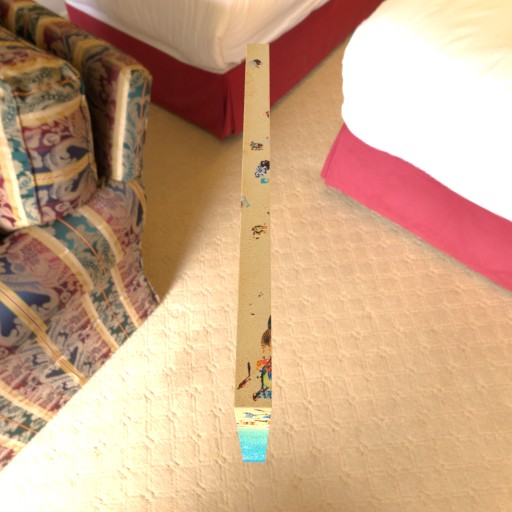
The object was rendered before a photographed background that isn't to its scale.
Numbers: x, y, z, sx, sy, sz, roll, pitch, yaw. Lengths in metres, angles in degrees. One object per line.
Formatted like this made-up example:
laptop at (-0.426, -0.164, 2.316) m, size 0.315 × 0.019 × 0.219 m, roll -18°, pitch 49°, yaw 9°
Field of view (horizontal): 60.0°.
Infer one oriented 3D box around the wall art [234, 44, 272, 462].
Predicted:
wall art at (0.000, 0.000, 0.774) m, size 0.039 × 0.406 × 0.609 m, roll 0°, pitch 58°, yaw 0°
